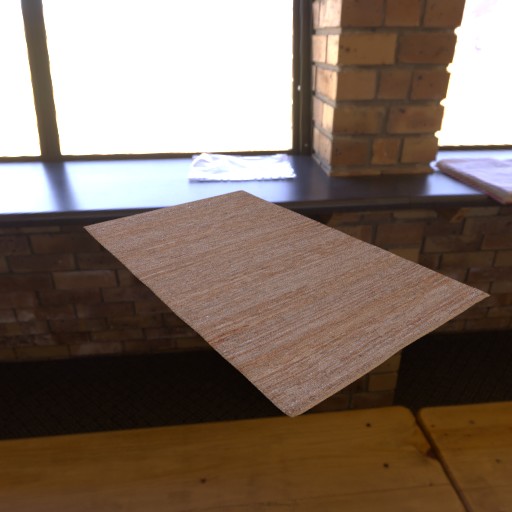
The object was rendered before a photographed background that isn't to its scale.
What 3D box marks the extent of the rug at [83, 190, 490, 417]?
[{"bbox_3d":[0.000,0.000,3.004,1.529,0.009,2.446,-19,32,-33],"label":"rug"}]
